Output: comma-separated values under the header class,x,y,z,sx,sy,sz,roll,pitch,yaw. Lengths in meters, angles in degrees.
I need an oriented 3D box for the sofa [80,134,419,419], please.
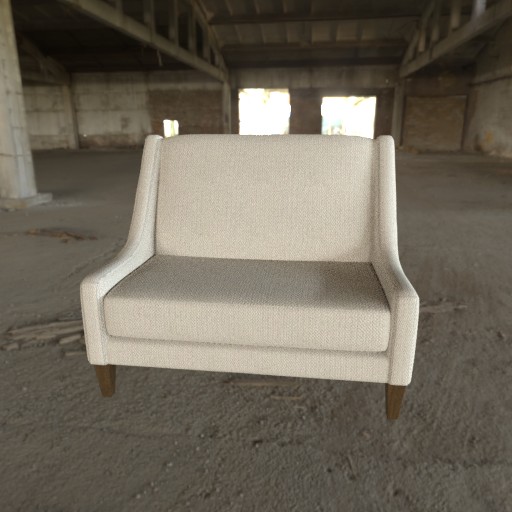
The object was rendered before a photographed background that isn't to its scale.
class,x,y,z,sx,sy,sz,roll,pitch,yaw
sofa,0.000,0.000,1.949,1.242,1.022,0.870,2,16,7
